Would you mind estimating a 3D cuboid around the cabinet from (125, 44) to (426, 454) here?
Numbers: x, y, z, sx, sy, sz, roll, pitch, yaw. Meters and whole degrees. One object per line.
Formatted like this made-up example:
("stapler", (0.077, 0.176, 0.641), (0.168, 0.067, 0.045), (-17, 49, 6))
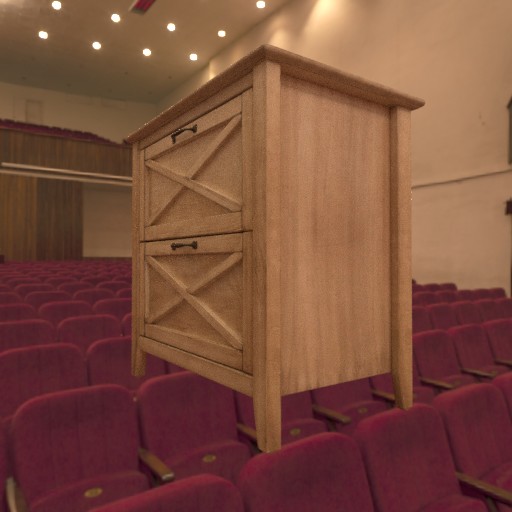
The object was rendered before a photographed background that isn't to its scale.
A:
("cabinet", (0.000, 0.000, 1.256), (0.503, 0.762, 0.763), (1, -1, -35))
